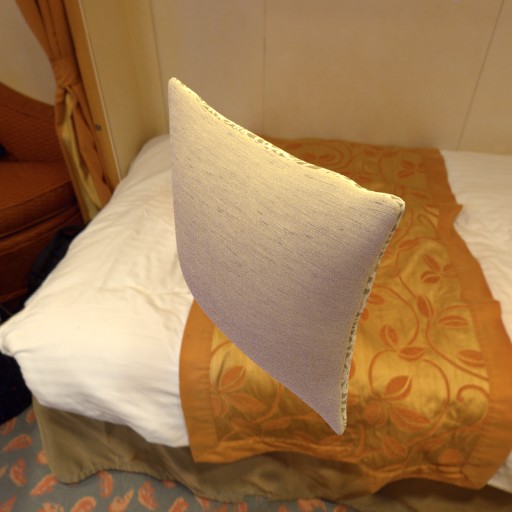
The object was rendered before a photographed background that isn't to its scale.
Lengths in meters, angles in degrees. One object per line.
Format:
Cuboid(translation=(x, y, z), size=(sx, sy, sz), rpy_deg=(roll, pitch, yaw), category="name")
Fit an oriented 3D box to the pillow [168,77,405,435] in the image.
Cuboid(translation=(0.000, 0.000, 0.666), size=(0.167, 0.421, 0.438), rpy_deg=(-26, 47, -28), category="pillow")
